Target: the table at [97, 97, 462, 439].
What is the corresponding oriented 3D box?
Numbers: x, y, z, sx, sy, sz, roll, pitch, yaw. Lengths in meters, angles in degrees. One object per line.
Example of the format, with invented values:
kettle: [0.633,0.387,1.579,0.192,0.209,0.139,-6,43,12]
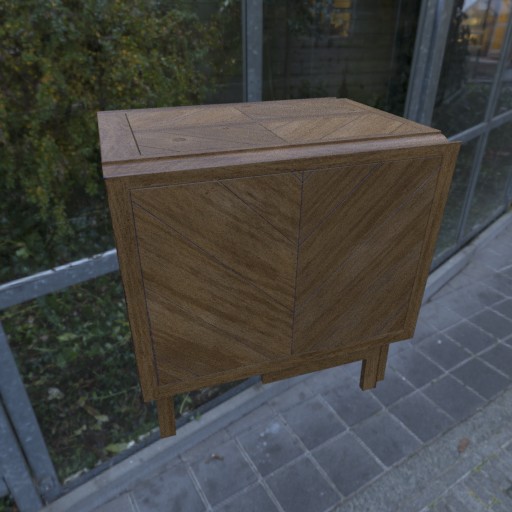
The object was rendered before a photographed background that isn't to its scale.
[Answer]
table: [0.000,0.000,1.286,0.746,0.763,0.591,-9,30,-16]
